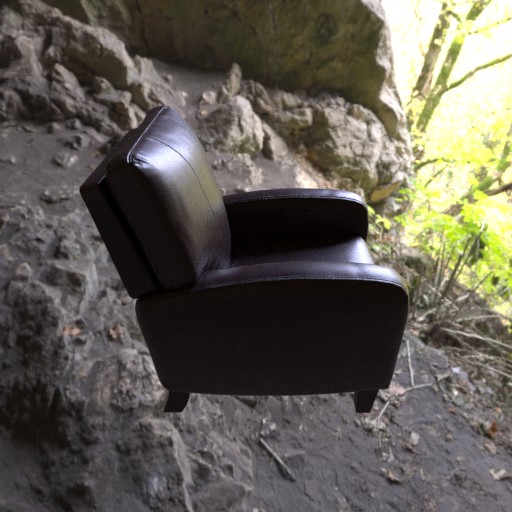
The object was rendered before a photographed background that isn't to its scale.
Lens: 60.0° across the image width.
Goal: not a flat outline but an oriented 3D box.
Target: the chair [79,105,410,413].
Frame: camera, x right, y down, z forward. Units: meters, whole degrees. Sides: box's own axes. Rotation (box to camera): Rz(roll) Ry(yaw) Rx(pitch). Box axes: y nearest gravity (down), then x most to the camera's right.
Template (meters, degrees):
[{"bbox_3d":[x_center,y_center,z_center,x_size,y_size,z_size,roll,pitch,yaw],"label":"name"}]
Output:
[{"bbox_3d":[0.000,0.000,1.691,0.990,0.990,0.762,0,32,0],"label":"chair"}]
